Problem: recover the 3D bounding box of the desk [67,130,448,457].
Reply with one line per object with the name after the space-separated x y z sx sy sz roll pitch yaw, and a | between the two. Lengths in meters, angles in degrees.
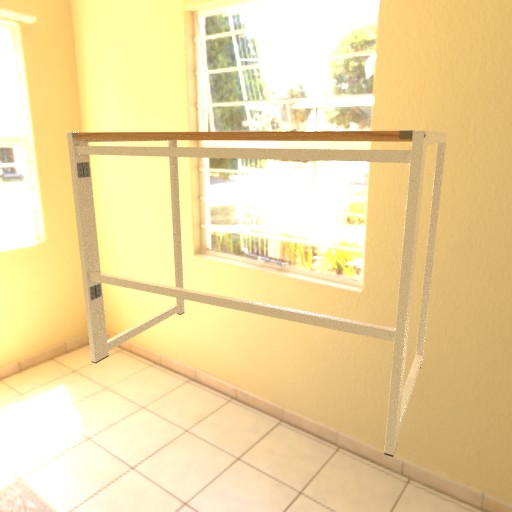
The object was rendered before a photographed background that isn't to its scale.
0.000 0.000 1.416 1.016 0.762 0.508 8 17 26 | desk
